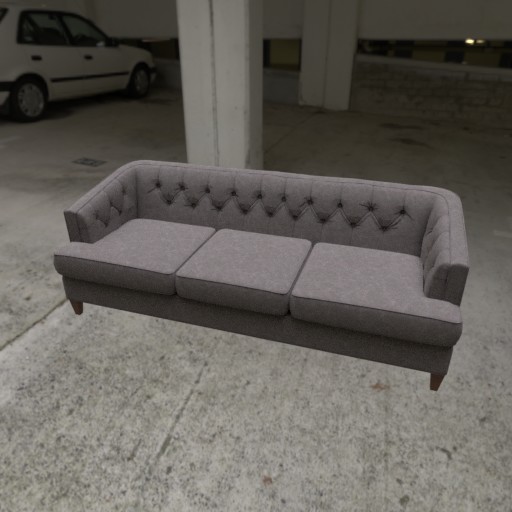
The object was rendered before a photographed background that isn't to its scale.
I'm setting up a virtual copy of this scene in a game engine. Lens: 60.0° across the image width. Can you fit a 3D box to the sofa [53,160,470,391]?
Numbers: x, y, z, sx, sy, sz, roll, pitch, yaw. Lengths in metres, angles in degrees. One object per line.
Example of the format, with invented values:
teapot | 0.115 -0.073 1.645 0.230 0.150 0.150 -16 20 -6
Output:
sofa | 0.000 0.000 2.668 2.247 0.806 0.917 9 28 16
